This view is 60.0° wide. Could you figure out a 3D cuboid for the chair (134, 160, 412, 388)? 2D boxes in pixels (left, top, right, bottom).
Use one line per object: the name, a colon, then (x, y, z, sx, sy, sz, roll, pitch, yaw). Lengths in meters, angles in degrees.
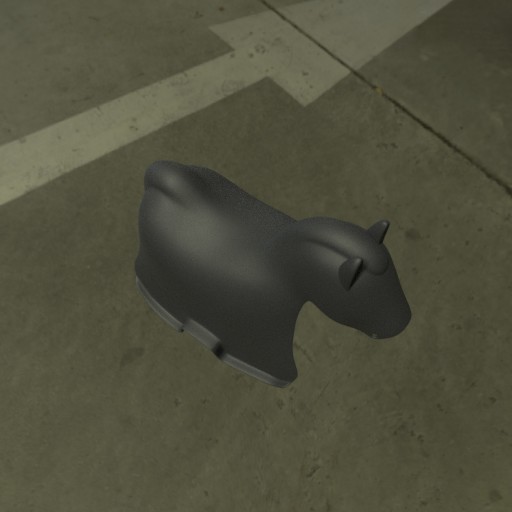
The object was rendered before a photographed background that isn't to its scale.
chair: (0.000, 0.000, 1.155, 0.800, 0.612, 0.429, 32, 63, 18)
